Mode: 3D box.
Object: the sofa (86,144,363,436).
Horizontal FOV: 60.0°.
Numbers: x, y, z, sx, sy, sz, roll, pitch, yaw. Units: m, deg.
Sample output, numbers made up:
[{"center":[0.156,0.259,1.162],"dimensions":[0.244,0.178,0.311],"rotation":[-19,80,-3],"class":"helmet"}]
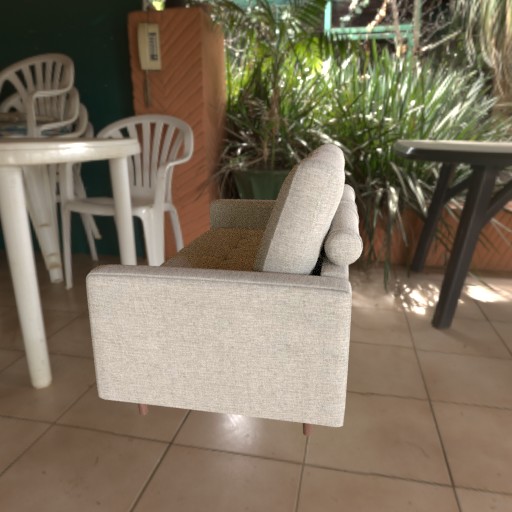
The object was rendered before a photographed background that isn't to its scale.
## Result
[{"center":[0.000,0.000,1.930],"dimensions":[0.842,0.907,1.407],"rotation":[3,17,10],"class":"sofa"}]
